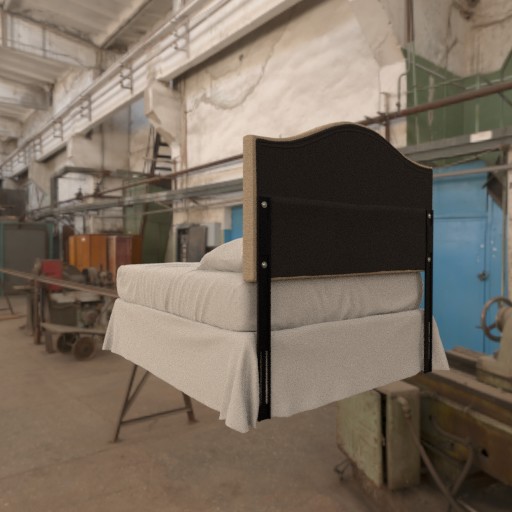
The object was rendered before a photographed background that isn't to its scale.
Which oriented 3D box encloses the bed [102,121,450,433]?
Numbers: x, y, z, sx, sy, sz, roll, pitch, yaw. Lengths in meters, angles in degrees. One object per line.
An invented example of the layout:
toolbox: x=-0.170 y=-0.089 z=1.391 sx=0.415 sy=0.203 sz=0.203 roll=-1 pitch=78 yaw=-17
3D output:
bed: x=0.000 y=0.000 z=3.506 sx=1.876 sy=1.645 sz=2.221 roll=-1 pitch=2 yaw=-36
